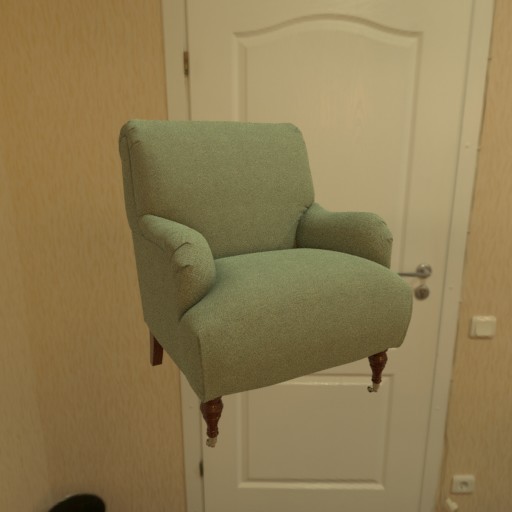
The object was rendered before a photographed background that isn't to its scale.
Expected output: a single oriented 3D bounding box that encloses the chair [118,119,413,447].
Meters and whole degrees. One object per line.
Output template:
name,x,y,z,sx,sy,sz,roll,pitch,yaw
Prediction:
chair,0.000,0.000,1.963,0.964,1.178,1.060,-8,16,-27
